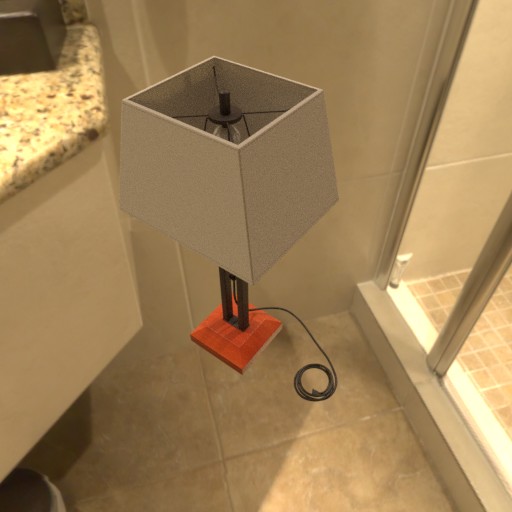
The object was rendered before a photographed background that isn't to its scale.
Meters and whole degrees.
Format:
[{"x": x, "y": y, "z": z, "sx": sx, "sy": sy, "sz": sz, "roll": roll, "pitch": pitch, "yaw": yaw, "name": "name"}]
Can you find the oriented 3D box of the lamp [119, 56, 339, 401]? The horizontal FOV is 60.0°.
[{"x": 0.000, "y": 0.000, "z": 1.002, "sx": 0.498, "sy": 0.737, "sz": 0.310, "roll": 28, "pitch": 52, "yaw": 25, "name": "lamp"}]
